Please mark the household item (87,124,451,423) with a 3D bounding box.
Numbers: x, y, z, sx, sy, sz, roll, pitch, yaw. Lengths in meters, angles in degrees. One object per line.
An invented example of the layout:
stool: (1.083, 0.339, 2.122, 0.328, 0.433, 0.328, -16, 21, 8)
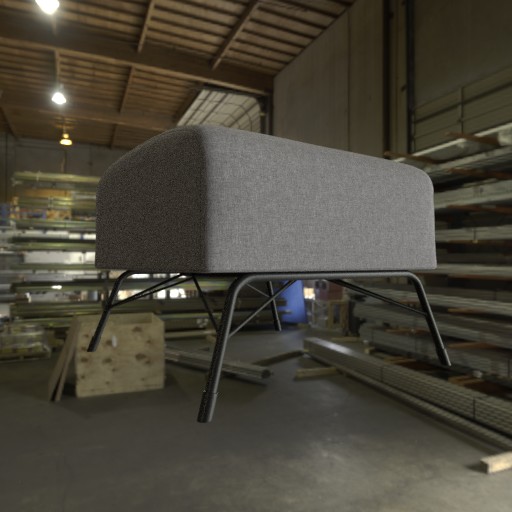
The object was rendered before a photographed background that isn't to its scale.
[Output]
household item: (0.000, 0.000, 0.898, 0.530, 0.410, 0.530, 1, -1, -35)
